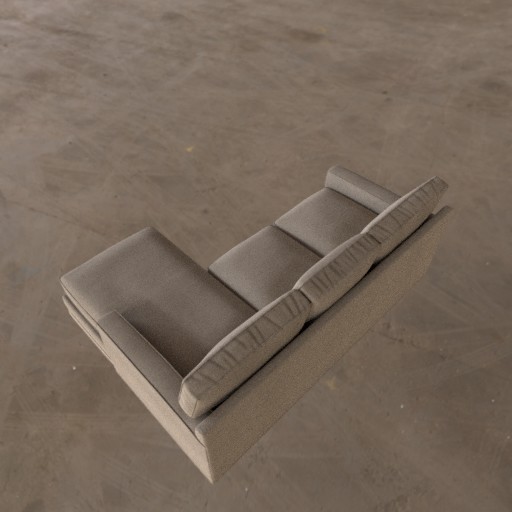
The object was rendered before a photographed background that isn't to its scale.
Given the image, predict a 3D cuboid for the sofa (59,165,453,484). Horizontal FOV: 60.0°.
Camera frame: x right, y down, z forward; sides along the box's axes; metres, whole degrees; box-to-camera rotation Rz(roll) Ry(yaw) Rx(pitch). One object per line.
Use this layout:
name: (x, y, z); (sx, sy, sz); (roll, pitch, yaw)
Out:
sofa: (0.000, 0.000, 2.867); (2.087, 0.861, 1.496); (-35, 56, -29)
